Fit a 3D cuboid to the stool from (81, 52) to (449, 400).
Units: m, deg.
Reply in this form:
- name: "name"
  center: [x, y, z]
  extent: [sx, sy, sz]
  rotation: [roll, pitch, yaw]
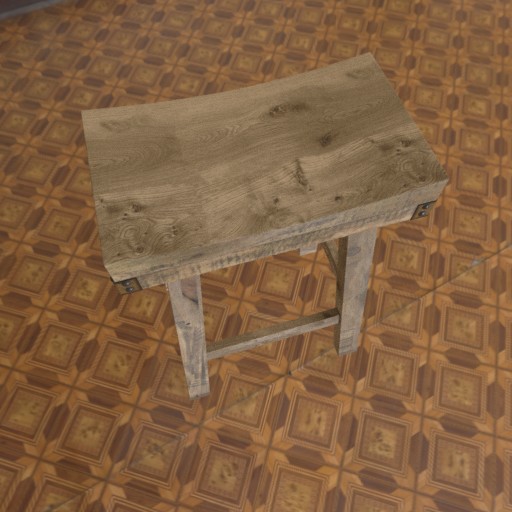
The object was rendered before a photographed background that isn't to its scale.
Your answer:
- name: "stool"
  center: [0.000, 0.000, 0.871]
  extent: [0.450, 0.635, 0.330]
  rotation: [-15, 63, -8]
